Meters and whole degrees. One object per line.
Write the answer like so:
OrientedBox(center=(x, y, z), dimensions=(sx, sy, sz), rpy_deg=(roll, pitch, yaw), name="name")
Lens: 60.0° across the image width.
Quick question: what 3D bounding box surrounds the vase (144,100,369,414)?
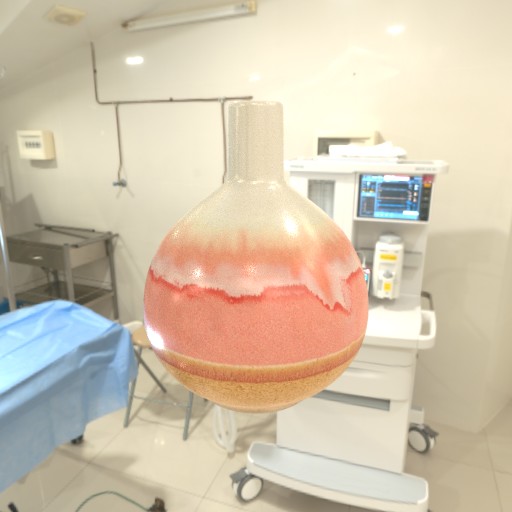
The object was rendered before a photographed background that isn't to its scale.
OrientedBox(center=(0.000, 0.000, 0.269), dimensions=(0.137, 0.176, 0.137), rpy_deg=(0, 16, 0), name="vase")
